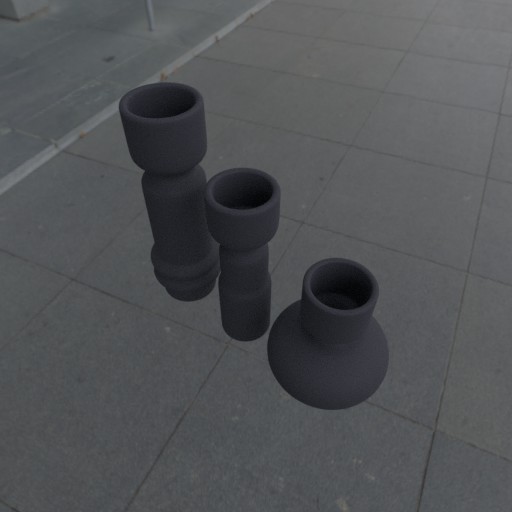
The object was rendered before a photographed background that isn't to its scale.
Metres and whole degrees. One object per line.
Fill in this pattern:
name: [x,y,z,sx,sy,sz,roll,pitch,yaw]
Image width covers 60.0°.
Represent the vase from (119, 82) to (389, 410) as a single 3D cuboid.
vase: [0.000,0.000,0.433,0.307,0.249,0.120,32,54,27]
